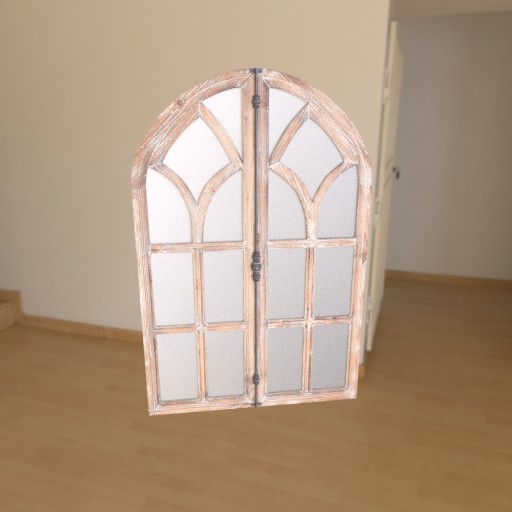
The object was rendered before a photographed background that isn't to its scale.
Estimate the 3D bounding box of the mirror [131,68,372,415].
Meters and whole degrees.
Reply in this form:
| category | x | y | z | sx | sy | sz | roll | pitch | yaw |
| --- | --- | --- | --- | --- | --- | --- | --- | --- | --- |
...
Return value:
| category | x | y | z | sx | sy | sz | roll | pitch | yaw |
| --- | --- | --- | --- | --- | --- | --- | --- | --- | --- |
| mirror | 0.000 | 0.000 | 1.164 | 0.609 | 0.915 | 0.032 | -2 | 16 | -8 |
